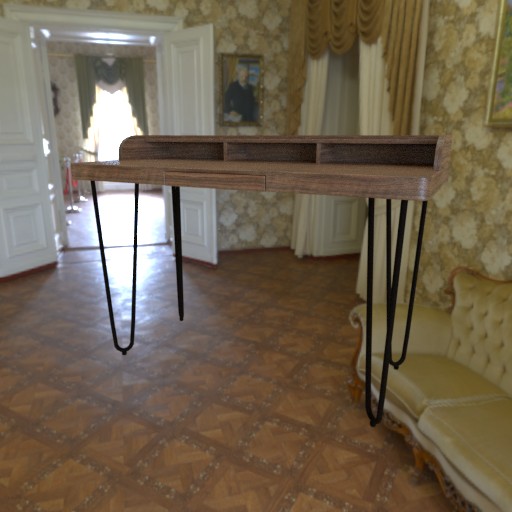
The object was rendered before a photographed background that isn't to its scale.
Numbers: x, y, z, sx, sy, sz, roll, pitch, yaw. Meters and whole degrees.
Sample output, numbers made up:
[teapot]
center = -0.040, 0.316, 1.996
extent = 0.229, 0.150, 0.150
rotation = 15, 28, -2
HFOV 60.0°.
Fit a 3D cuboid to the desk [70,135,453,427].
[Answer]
[desk]
center = 0.000, 0.000, 1.622
extent = 1.200, 0.854, 0.565
rotation = 8, 17, 26
